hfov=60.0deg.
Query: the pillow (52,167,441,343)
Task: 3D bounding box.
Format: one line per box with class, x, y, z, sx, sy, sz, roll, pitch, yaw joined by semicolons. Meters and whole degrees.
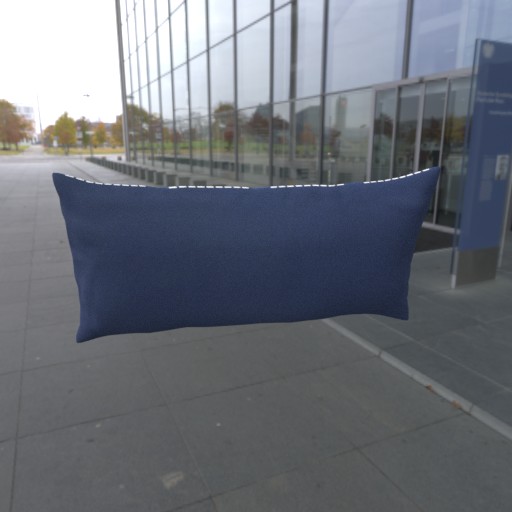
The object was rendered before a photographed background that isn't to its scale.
pillow;0.000;0.000;0.745;0.608;0.292;0.156;-2;14;-10
